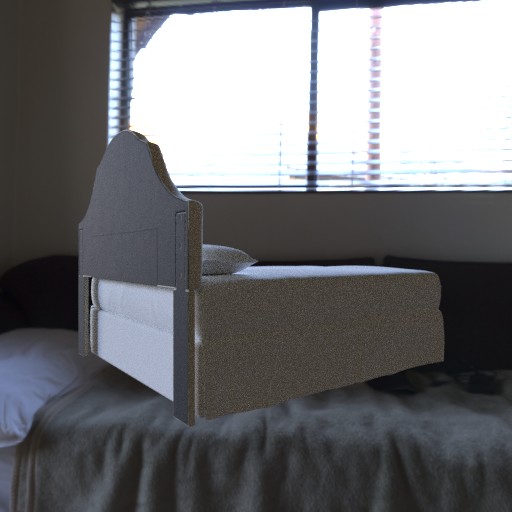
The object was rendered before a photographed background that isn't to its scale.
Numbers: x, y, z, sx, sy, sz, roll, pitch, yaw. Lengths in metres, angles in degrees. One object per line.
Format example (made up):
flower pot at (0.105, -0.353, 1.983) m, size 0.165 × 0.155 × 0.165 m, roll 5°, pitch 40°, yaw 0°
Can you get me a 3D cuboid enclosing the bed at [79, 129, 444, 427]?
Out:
bed at (0.000, 0.000, 3.531) m, size 2.214 × 1.615 × 2.008 m, roll 0°, pitch 0°, yaw -36°
